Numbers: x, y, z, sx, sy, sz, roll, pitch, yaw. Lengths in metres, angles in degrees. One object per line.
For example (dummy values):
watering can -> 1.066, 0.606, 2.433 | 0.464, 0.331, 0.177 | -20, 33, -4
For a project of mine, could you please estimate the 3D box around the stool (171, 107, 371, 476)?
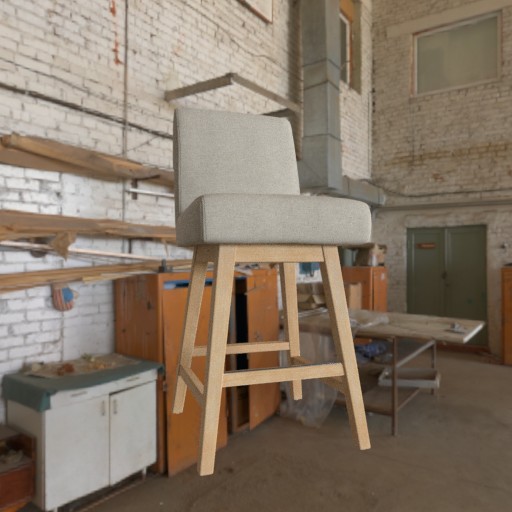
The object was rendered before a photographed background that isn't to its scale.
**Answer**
stool -> 0.000, 0.000, 1.428 | 0.507, 1.085, 0.606 | 0, 0, -19
